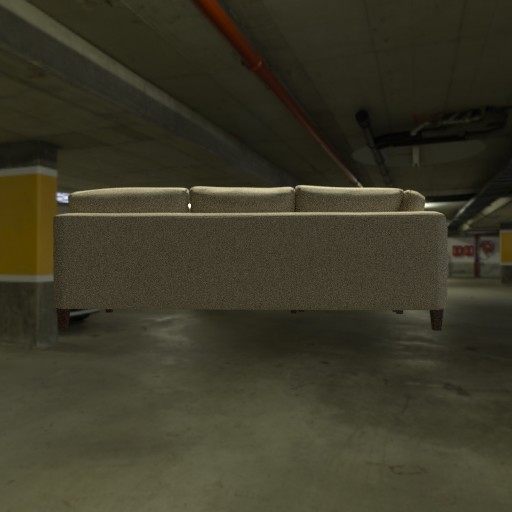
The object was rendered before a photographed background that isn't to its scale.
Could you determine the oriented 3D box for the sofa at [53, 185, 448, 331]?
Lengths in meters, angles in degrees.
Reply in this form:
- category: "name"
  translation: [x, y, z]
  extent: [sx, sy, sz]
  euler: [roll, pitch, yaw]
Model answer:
- category: "sofa"
  translation: [0.000, 0.000, 4.552]
  extent: [2.593, 0.959, 3.460]
  euler: [0, 0, 2]
